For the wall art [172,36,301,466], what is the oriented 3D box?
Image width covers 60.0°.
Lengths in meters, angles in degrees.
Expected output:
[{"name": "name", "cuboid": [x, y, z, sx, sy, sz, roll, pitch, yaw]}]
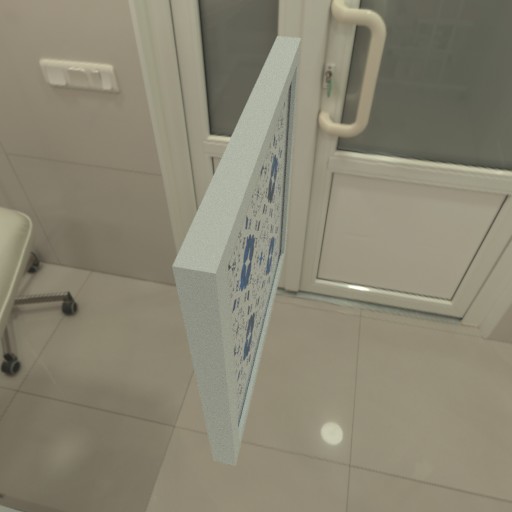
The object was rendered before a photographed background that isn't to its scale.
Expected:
[{"name": "wall art", "cuboid": [0.000, 0.000, 0.515, 0.027, 0.355, 0.355, 9, 48, 8]}]
